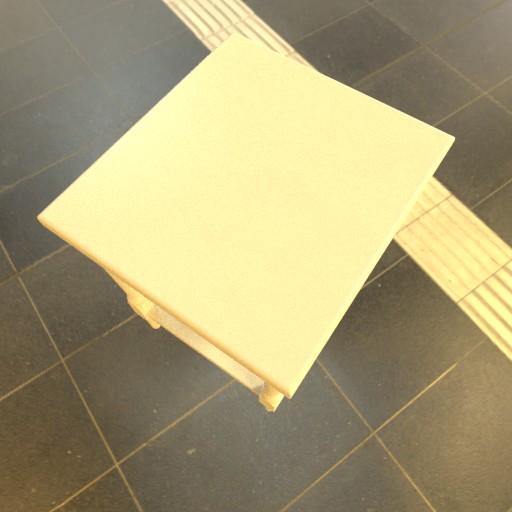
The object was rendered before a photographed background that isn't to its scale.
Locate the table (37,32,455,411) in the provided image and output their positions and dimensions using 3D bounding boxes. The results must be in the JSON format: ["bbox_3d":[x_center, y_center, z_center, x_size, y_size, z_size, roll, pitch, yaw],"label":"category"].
[{"bbox_3d":[0.000,0.000,0.929,0.442,0.565,0.488,32,68,15],"label":"table"}]
